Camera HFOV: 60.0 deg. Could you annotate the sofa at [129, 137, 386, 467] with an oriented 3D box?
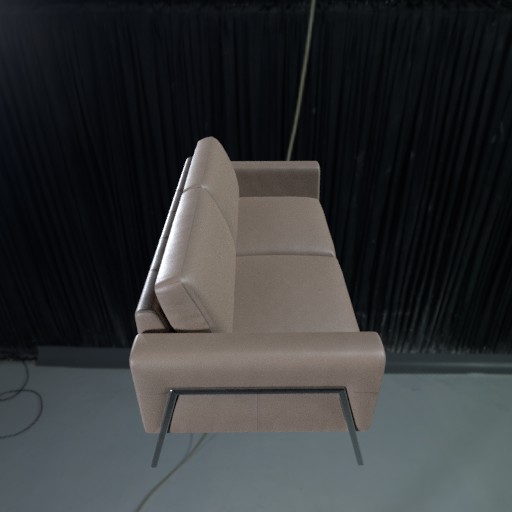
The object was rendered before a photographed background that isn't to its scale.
[{"bbox_3d":[0.000,0.000,2.534,0.953,0.875,2.017,0,33,-1],"label":"sofa"}]
